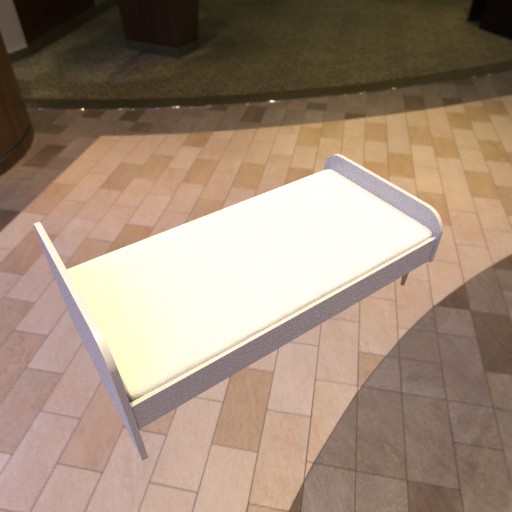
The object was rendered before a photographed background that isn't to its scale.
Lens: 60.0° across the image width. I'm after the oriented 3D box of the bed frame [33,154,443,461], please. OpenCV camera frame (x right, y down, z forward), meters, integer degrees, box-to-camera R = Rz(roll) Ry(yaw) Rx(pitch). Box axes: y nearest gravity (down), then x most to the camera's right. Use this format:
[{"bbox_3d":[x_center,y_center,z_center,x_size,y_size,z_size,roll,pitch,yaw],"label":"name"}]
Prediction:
[{"bbox_3d":[0.000,0.000,2.500,1.963,0.805,0.998,-25,46,-26],"label":"bed frame"}]
